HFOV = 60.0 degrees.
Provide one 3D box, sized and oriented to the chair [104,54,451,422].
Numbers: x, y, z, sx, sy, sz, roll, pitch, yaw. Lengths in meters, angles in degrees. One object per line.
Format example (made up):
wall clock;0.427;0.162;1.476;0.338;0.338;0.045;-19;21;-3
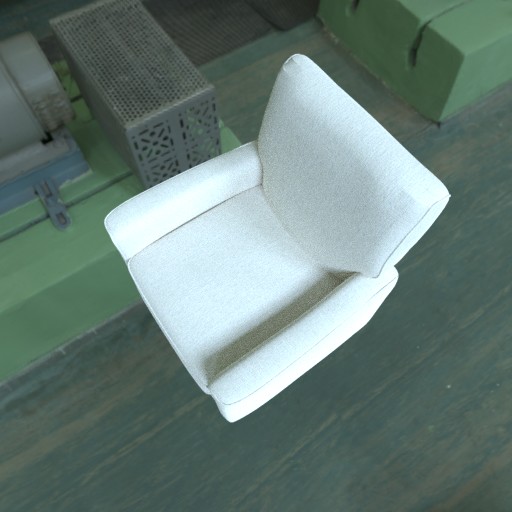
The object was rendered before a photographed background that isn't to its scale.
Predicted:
chair;0.000;0.000;1.644;0.858;1.028;0.841;-33;69;-15
